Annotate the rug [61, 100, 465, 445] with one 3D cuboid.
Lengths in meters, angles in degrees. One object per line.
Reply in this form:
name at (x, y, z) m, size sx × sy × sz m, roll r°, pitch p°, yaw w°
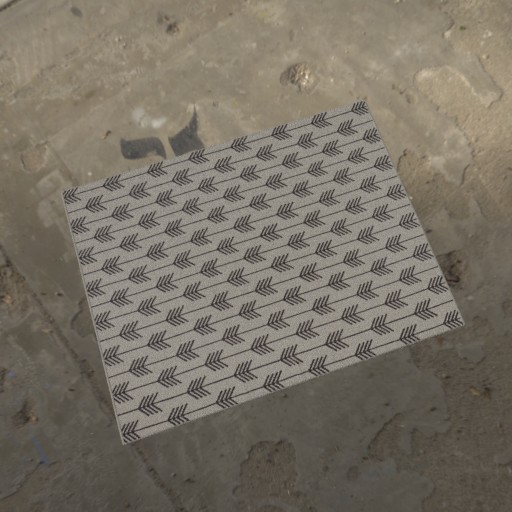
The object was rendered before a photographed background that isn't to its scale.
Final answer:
rug at (0.000, 0.000, 3.990) m, size 3.061 × 0.010 × 2.330 m, roll -18°, pitch 77°, yaw -4°
